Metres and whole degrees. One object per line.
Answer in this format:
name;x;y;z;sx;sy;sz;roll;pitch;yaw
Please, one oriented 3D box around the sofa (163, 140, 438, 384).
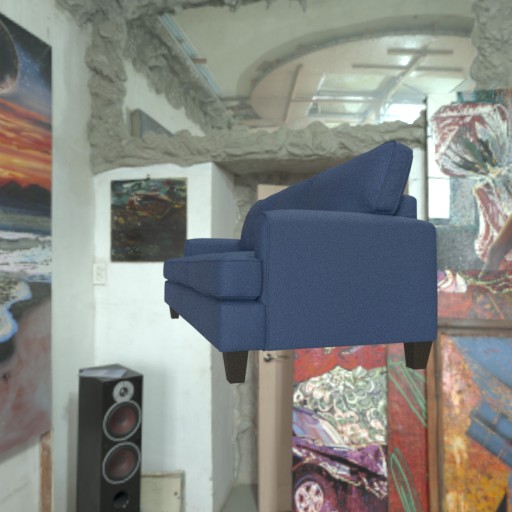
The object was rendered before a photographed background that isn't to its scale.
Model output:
sofa;0.000;0.000;2.701;0.951;0.965;2.158;0;-1;-17
